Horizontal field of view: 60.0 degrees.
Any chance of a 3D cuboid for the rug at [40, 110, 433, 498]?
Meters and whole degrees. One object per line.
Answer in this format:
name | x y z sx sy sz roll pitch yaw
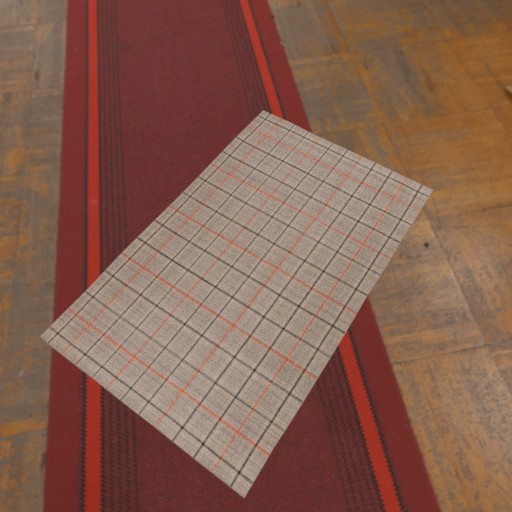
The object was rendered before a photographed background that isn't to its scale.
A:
rug | 0.000 0.000 2.992 1.524 0.015 2.439 30 63 17
